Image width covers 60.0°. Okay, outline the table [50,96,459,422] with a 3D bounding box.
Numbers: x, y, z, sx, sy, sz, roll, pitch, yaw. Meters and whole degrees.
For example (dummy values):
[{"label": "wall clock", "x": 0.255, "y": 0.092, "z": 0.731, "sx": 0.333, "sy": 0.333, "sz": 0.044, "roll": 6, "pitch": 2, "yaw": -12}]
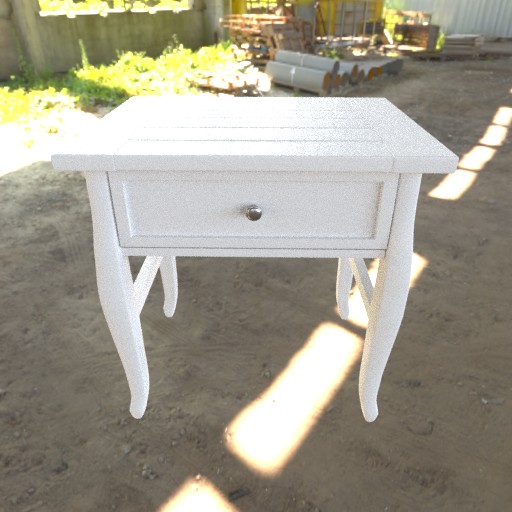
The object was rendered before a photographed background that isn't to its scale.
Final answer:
[{"label": "table", "x": 0.000, "y": 0.000, "z": 0.996, "sx": 0.599, "sy": 0.605, "sz": 0.463, "roll": 1, "pitch": 30, "yaw": 1}]
